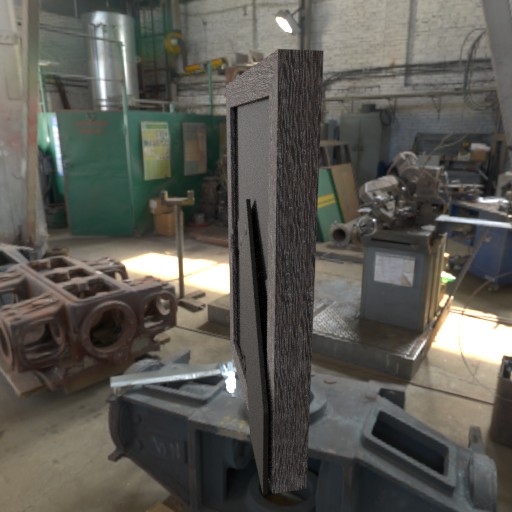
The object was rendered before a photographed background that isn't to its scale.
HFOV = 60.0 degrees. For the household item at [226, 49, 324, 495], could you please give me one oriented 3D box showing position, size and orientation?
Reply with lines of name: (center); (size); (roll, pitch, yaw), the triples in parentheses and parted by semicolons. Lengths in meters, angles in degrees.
household item: (0.000, 0.000, 0.234); (0.020, 0.180, 0.133); (-3, 16, -11)
